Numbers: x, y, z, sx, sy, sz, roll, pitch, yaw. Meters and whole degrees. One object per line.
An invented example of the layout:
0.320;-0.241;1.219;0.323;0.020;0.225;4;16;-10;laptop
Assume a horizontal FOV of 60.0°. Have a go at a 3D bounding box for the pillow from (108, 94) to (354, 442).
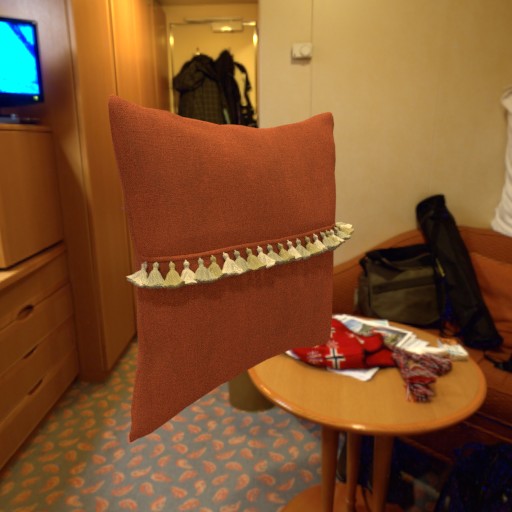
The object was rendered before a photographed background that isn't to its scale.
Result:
0.000;0.000;0.743;0.165;0.482;0.490;14;20;43;pillow
